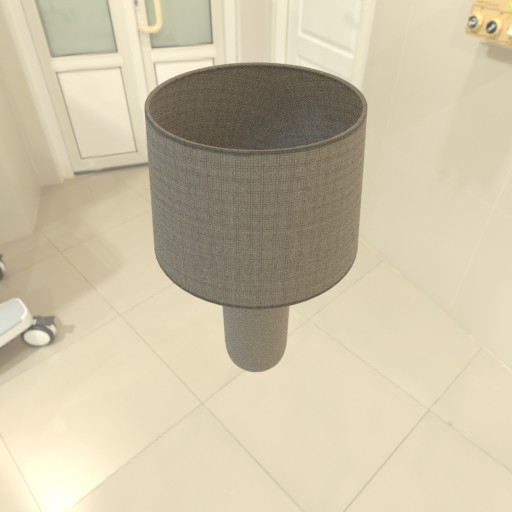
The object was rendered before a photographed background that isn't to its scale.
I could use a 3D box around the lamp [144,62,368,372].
[{"bbox_3d":[0.000,0.000,0.845,0.367,0.609,0.367,0,41,0],"label":"lamp"}]
